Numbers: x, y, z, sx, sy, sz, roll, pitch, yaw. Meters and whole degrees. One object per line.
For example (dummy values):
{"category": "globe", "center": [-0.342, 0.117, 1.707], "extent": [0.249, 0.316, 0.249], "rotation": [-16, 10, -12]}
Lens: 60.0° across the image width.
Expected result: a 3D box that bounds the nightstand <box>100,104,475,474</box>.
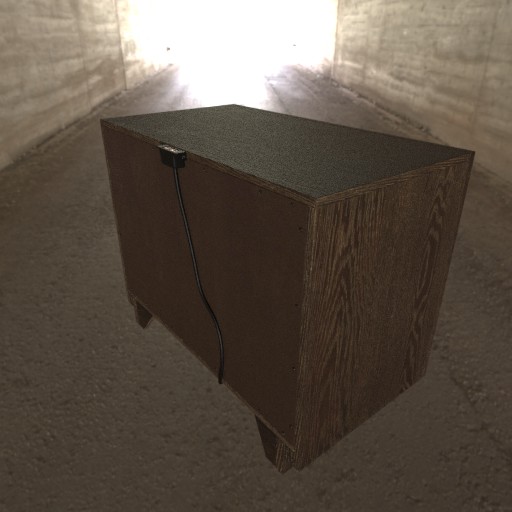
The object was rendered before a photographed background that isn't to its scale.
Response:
{"category": "nightstand", "center": [0.000, 0.000, 1.122], "extent": [0.457, 0.612, 0.775], "rotation": [-20, 33, -34]}
